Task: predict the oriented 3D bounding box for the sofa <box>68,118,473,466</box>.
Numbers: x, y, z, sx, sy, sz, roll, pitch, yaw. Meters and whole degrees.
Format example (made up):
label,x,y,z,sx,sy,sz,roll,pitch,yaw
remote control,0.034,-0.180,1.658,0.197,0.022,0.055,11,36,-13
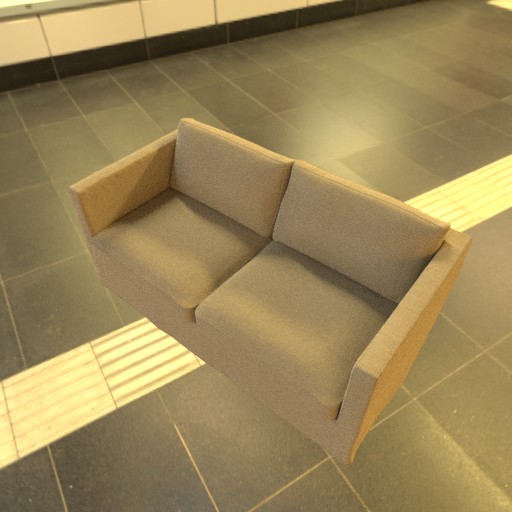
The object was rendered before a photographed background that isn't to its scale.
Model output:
label,x,y,z,sx,sy,sz,roll,pitch,yaw
sofa,0.000,0.000,2.288,1.766,0.828,0.956,29,51,27
